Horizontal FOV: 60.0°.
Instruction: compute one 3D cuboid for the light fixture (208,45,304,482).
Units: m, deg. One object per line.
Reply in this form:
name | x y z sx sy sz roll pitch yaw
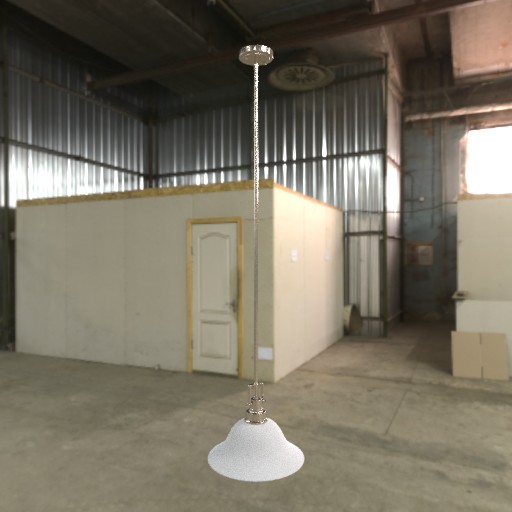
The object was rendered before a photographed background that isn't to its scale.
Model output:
light fixture | 0.000 0.000 1.484 0.324 1.354 0.324 -1 1 -36
